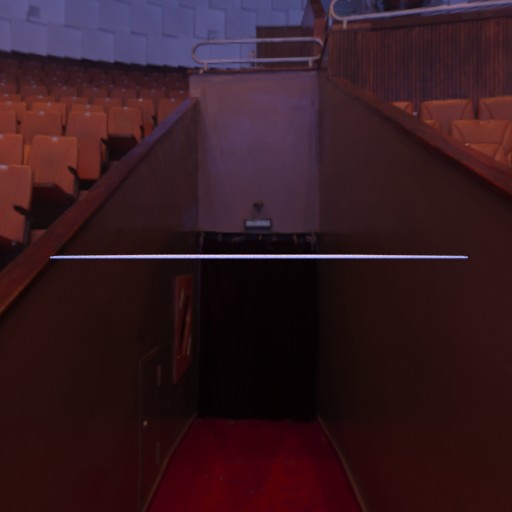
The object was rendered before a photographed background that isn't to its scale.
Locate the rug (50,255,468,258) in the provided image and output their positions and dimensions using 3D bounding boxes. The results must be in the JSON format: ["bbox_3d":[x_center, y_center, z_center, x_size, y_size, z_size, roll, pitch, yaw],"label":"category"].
[{"bbox_3d":[0.000,0.000,3.990,2.363,0.012,2.980,0,0,-1],"label":"rug"}]
